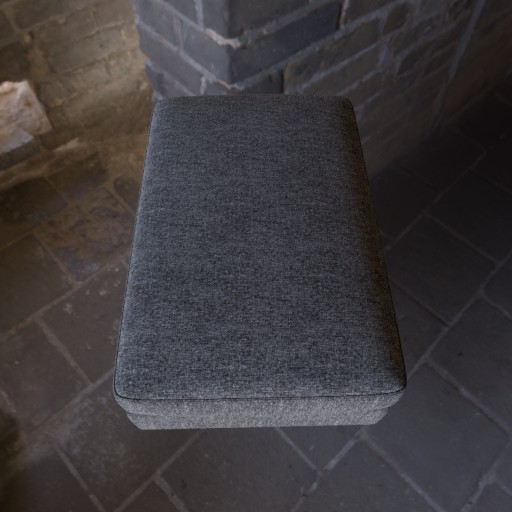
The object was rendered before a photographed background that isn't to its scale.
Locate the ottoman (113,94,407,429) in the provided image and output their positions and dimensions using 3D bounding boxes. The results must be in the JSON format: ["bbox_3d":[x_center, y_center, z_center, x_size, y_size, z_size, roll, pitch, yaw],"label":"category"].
[{"bbox_3d":[0.000,0.000,1.195,0.584,0.483,0.864,-1,59,-1],"label":"ottoman"}]
